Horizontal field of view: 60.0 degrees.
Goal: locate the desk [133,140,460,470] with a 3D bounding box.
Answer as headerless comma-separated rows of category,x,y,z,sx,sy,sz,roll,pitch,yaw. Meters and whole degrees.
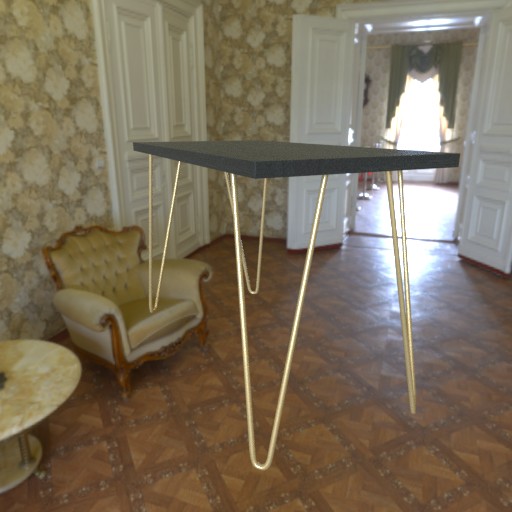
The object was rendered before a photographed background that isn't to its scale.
desk,0.000,0.000,1.375,0.499,0.660,0.991,-8,18,-25
